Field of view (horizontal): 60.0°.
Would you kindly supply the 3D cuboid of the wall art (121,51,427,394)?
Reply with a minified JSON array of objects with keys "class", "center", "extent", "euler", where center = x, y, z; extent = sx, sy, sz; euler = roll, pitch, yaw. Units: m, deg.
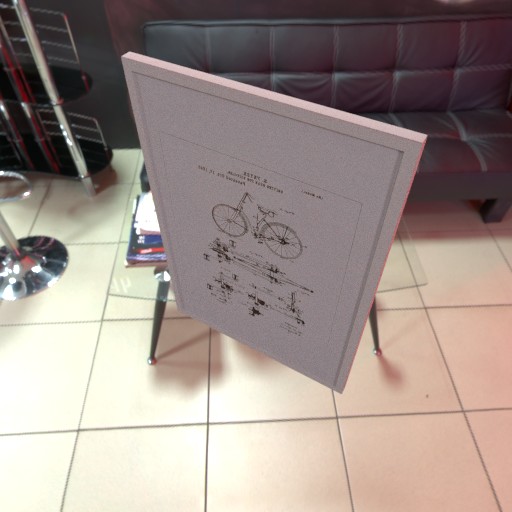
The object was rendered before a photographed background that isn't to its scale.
[{"class":"wall art","center":[0.000,0.000,0.608],"extent":[0.332,0.477,0.015],"euler":[23,52,20]}]
